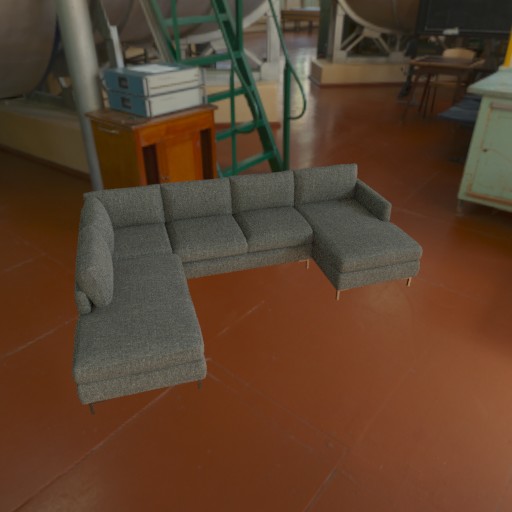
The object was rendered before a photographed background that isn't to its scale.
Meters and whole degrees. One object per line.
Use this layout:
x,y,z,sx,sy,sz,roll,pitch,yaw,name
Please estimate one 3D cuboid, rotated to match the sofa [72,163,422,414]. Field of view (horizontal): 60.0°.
0.000,0.000,3.583,2.737,0.756,1.879,-9,33,-14,sofa
